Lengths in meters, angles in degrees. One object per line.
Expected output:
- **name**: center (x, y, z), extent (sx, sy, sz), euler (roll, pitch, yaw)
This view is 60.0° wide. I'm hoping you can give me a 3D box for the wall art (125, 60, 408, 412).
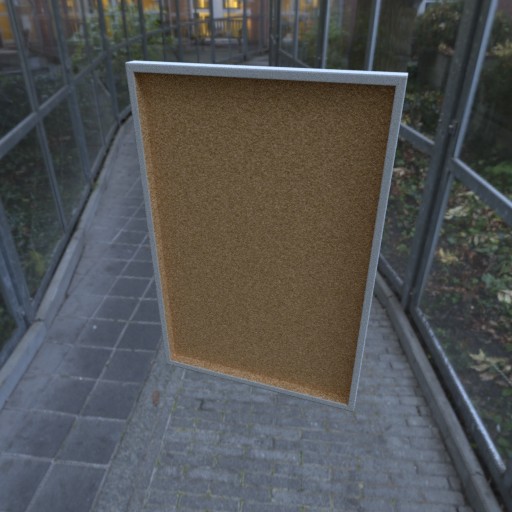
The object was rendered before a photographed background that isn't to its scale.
- **wall art**: center (0.000, 0.000, 1.159), extent (0.610, 0.914, 0.038), euler (10, 32, 16)
